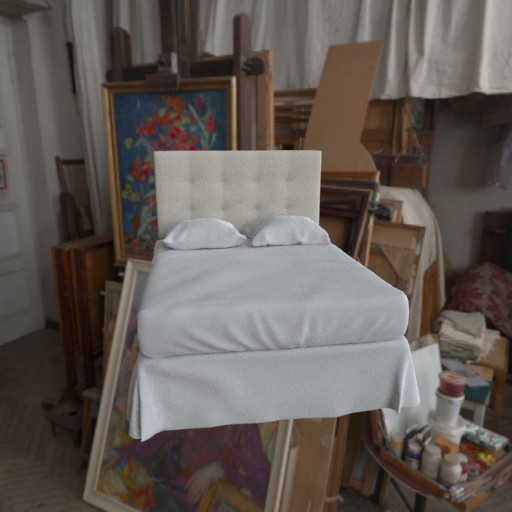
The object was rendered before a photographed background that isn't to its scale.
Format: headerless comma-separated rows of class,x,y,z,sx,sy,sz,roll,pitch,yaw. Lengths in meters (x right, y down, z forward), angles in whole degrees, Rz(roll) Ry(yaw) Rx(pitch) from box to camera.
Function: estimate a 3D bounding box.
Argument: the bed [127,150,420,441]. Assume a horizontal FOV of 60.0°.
bed,0.000,0.000,3.519,1.936,1.577,2.222,-2,15,-9
